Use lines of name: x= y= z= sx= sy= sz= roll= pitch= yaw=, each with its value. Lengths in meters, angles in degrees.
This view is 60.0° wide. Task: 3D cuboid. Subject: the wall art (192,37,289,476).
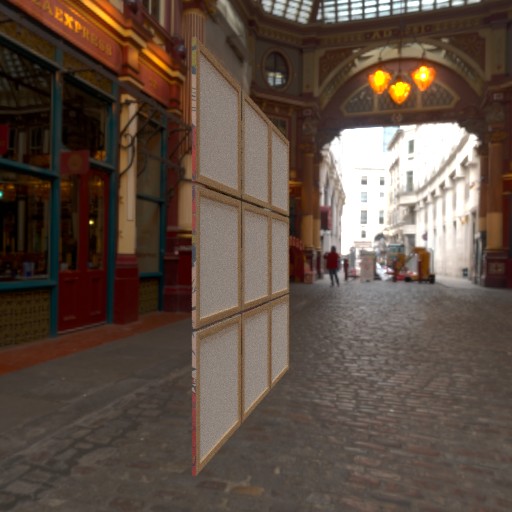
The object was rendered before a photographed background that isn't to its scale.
wall art: x=0.000 y=0.000 z=1.808 sx=0.013 sy=1.218 sz=1.206 roll=0 pitch=0 yaw=17
